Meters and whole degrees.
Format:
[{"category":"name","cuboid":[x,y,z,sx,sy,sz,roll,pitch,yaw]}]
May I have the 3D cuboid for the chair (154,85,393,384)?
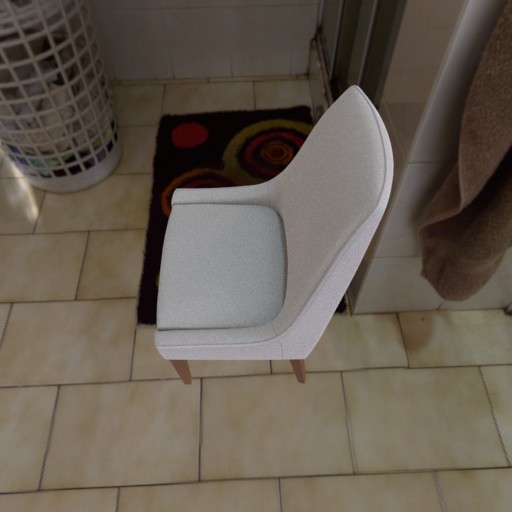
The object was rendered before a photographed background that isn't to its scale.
[{"category":"chair","cuboid":[0.000,0.000,1.239,0.544,0.861,0.529,0,57,0]}]
